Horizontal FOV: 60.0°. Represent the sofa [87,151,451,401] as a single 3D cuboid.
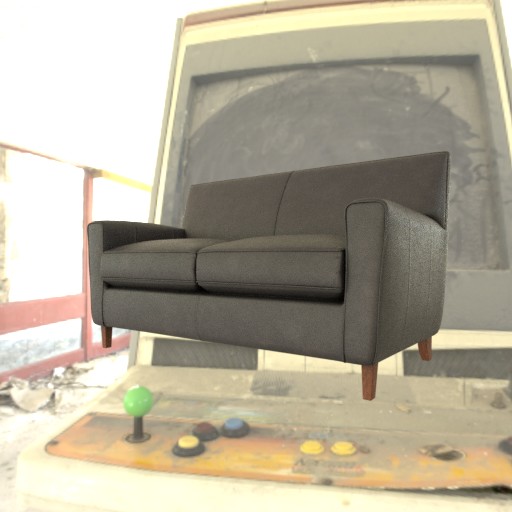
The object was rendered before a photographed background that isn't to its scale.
[{"bbox_3d":[0.000,0.000,1.983,1.473,0.871,0.787,0,0,36],"label":"sofa"}]
